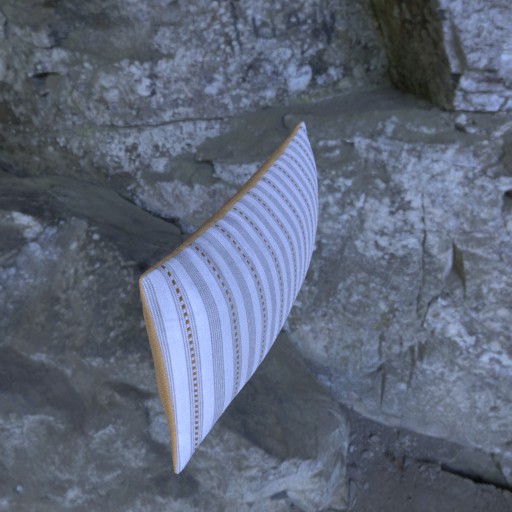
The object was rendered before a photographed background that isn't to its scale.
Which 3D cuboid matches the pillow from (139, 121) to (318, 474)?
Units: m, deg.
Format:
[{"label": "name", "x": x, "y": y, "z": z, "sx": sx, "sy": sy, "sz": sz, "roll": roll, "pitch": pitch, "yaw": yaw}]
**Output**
[{"label": "pillow", "x": 0.000, "y": 0.000, "z": 0.720, "sx": 0.151, "sy": 0.291, "sz": 0.608, "roll": 10, "pitch": 32, "yaw": 16}]
